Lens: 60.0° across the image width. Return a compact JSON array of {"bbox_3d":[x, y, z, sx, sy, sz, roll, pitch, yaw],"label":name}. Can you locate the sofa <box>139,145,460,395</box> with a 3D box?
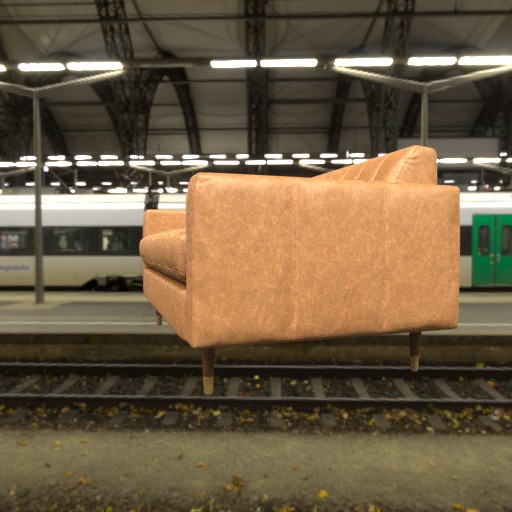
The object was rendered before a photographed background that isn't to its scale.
[{"bbox_3d":[0.000,0.000,2.067,0.960,0.820,1.549,-1,2,-19],"label":"sofa"}]
